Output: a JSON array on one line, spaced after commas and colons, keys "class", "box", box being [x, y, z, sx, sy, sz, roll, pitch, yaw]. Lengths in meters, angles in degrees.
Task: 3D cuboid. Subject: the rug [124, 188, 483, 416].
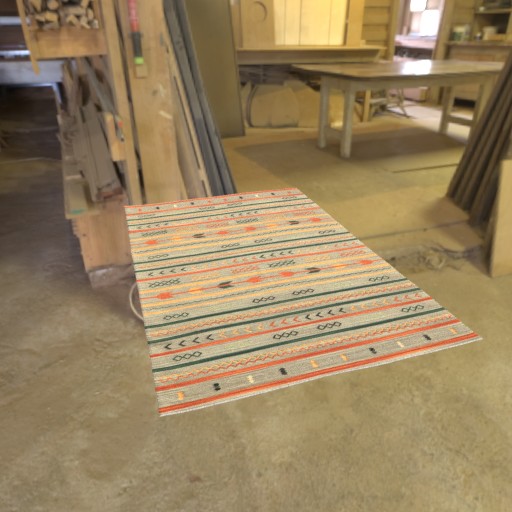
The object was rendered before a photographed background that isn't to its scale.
[{"class": "rug", "box": [0.000, 0.000, 2.290, 1.220, 0.017, 1.835, -9, 29, -16]}]
